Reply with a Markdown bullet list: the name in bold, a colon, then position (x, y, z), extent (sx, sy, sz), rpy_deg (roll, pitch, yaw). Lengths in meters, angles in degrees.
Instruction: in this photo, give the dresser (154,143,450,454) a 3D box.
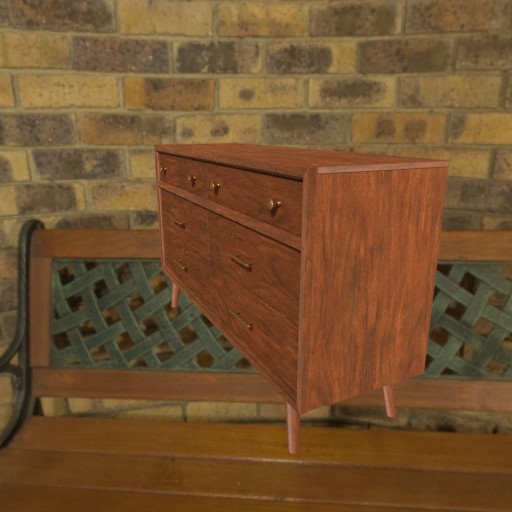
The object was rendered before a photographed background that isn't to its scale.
- **dresser**: position (0.000, 0.000, 1.913), extent (0.500, 0.889, 1.472), rpy_deg (-8, 18, -25)
